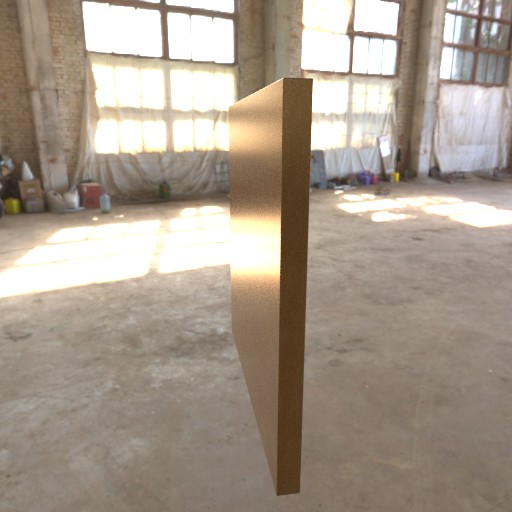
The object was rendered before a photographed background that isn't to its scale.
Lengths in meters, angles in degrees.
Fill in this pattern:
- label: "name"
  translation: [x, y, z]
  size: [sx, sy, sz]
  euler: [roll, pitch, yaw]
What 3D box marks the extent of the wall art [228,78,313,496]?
- label: "wall art"
  translation: [0.000, 0.000, 0.448]
  size: [0.019, 0.302, 0.302]
  euler: [-3, 16, -9]
